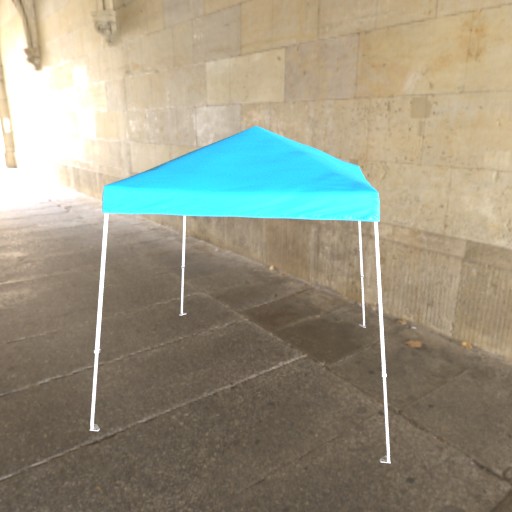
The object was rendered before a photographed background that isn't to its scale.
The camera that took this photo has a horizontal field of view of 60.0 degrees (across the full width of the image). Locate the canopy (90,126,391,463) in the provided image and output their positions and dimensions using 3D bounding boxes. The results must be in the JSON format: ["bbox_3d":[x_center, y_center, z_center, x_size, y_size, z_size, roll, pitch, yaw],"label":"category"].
[{"bbox_3d":[0.000,0.000,5.063,2.849,2.849,2.848,3,17,9],"label":"canopy"}]
